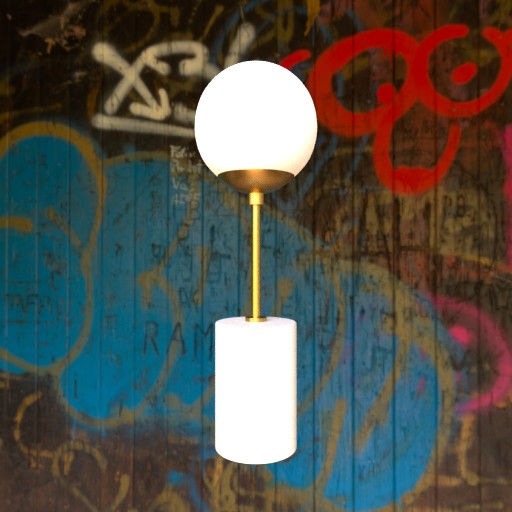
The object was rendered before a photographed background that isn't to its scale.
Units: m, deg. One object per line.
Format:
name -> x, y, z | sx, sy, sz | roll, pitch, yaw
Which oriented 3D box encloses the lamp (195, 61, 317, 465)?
lamp -> 0.000, 0.000, 0.561 | 0.153, 0.480, 0.153 | 0, -1, 0
